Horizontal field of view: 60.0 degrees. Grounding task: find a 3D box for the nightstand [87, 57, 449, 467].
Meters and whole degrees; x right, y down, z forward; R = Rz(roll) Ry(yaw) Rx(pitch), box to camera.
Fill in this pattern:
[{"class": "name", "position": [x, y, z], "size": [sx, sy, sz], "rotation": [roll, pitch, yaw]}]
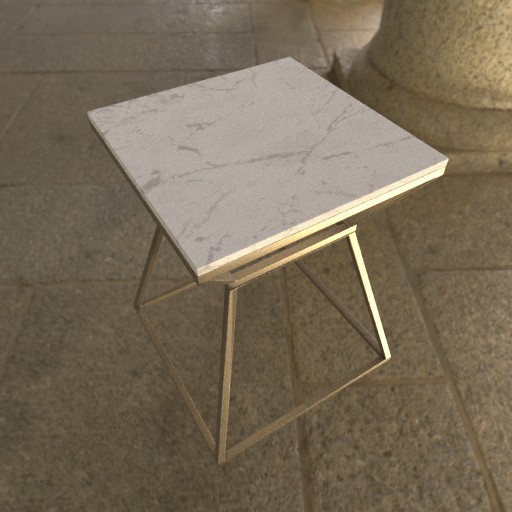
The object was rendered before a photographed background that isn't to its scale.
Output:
[{"class": "nightstand", "position": [0.000, 0.000, 0.886], "size": [0.455, 0.554, 0.455], "rotation": [-24, 52, -21]}]
